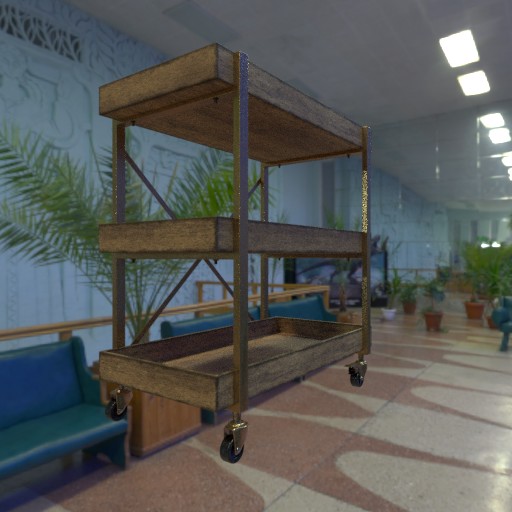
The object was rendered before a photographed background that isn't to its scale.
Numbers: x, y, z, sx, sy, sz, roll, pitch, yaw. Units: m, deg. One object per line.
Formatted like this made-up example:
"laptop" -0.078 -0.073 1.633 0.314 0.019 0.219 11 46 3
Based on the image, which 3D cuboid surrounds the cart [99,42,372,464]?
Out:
"cart" 0.000 0.000 1.237 0.416 0.799 0.750 0 0 37
